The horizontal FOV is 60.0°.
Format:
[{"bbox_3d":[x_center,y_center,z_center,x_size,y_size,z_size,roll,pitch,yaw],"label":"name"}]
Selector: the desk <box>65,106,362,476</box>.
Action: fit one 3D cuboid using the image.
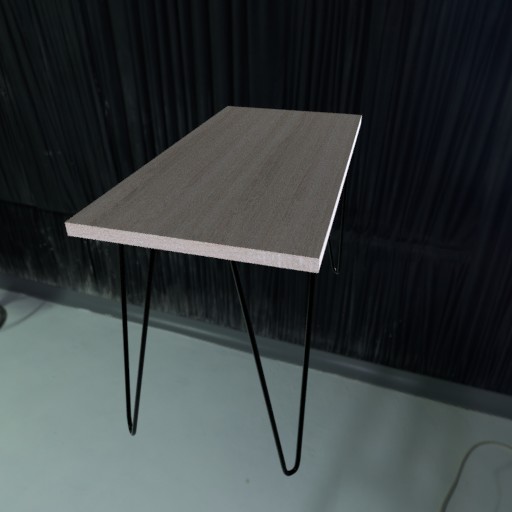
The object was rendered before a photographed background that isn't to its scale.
[{"bbox_3d":[0.000,0.000,1.387,0.499,0.660,0.991,8,33,13],"label":"desk"}]
